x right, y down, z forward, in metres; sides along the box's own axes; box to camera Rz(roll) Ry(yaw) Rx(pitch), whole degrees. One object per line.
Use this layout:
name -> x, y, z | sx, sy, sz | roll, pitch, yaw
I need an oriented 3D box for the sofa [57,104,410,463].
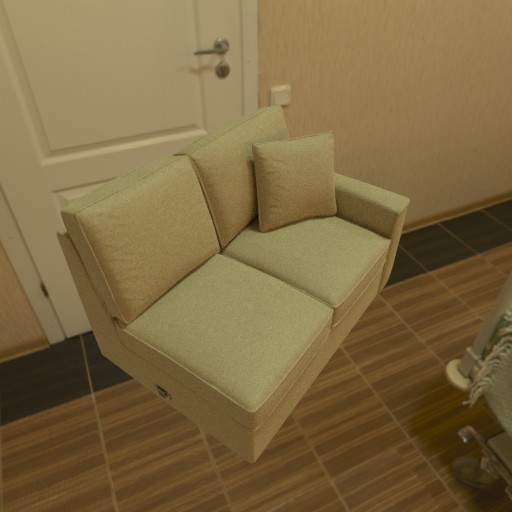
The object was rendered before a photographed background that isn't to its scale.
sofa -> 0.000, 0.000, 2.148 | 0.991, 0.989, 1.388 | 25, 47, 27
